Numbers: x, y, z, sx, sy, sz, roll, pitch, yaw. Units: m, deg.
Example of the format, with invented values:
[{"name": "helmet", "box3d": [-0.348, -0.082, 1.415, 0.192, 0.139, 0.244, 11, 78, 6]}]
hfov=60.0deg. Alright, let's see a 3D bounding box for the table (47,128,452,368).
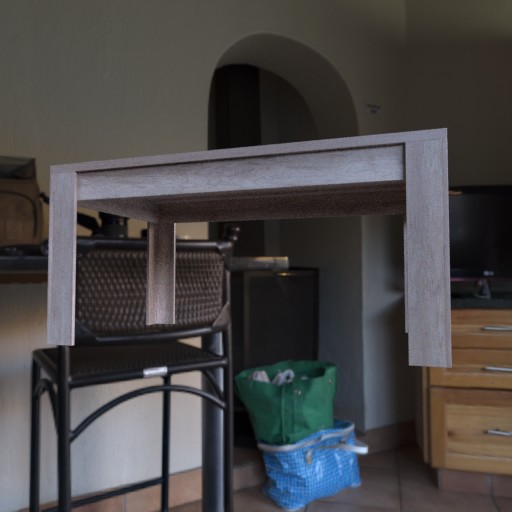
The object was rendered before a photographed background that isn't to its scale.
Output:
[{"name": "table", "box3d": [0.000, 0.000, 2.102, 1.600, 0.775, 0.900, -1, -3, 18]}]
